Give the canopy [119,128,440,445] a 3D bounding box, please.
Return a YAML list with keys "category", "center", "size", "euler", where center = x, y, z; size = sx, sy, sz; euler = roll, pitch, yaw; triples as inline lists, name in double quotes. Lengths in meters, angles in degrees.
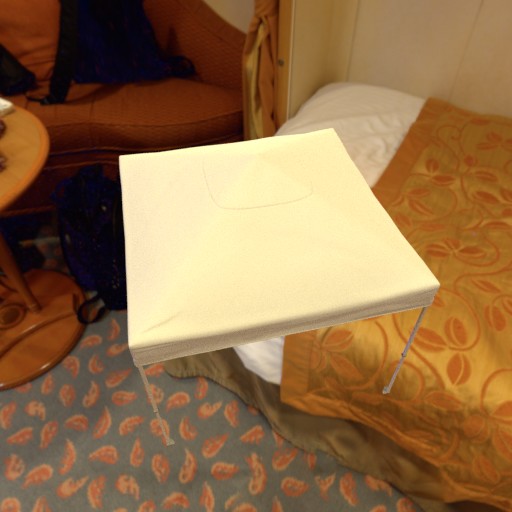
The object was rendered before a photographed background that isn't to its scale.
- category: "canopy"
  center: [0.000, 0.000, 5.588]
  size: [2.998, 2.997, 2.996]
  euler: [-10, 47, -9]
